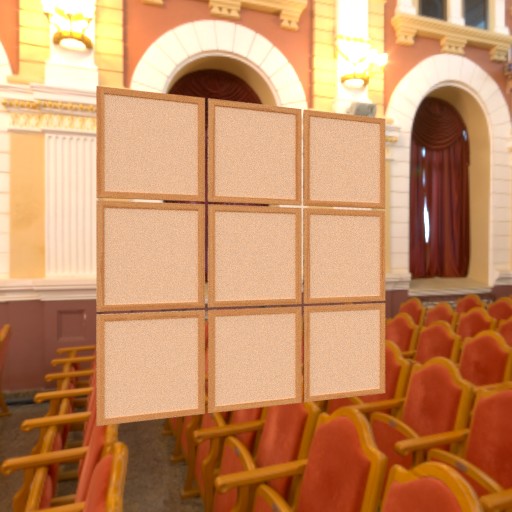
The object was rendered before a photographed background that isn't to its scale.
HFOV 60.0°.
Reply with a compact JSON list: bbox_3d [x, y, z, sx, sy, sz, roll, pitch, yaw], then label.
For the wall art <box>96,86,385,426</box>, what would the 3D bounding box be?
[{"bbox_3d":[0.000,0.000,2.243,1.519,1.534,0.013,0,0,-18],"label":"wall art"}]
